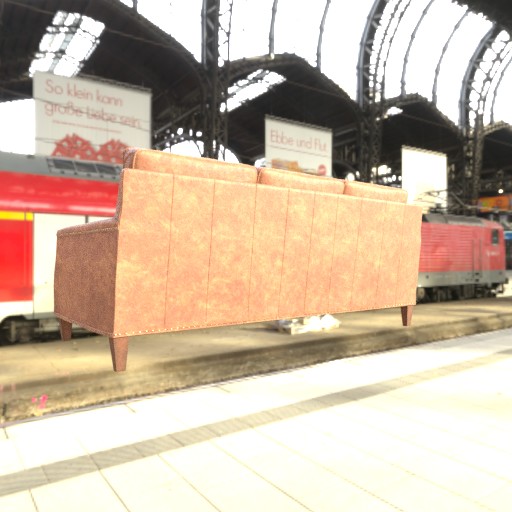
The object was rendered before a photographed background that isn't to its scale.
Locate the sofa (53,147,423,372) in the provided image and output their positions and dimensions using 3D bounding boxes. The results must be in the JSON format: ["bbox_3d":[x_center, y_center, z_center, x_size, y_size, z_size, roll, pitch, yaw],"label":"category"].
[{"bbox_3d":[0.000,0.000,2.886,2.246,1.003,1.084,0,0,-37],"label":"sofa"}]
